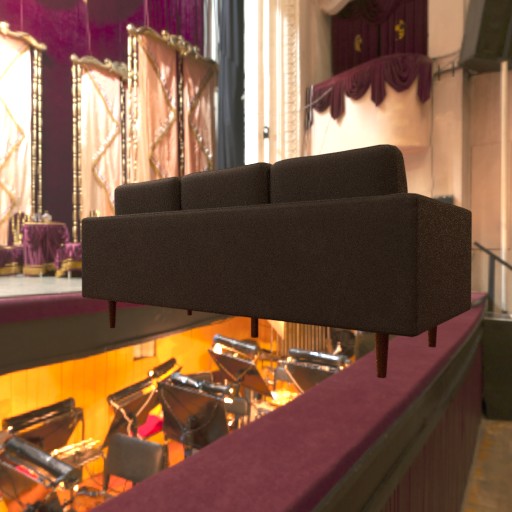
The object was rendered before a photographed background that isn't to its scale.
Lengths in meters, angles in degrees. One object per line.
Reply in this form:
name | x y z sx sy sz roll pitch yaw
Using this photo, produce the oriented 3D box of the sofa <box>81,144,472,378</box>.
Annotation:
sofa | 0.000 0.000 2.448 2.029 0.899 0.879 1 1 37
